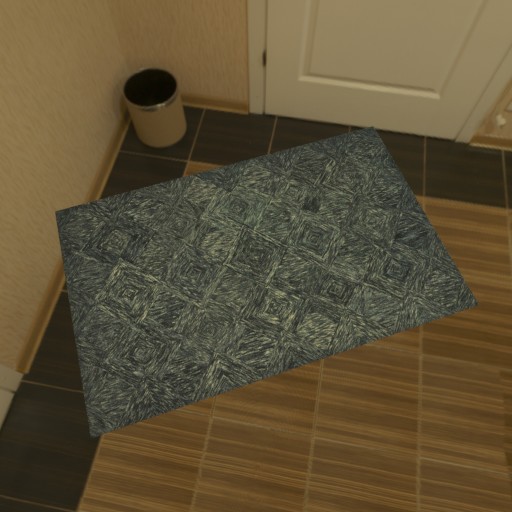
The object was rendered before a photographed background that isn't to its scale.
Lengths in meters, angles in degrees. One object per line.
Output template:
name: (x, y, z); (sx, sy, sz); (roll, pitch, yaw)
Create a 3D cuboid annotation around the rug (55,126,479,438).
rug: (0.000, 0.000, 2.808); (2.330, 0.017, 1.478); (-17, 65, -8)
